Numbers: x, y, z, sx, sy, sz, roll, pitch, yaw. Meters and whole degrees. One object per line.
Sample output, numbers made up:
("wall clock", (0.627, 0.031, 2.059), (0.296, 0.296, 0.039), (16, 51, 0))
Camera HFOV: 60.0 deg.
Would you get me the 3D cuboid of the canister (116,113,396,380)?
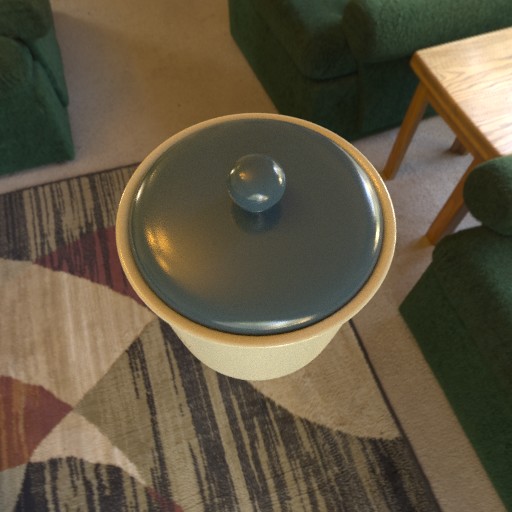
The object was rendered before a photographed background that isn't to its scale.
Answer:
("canister", (0.000, 0.000, 0.341), (0.182, 0.208, 0.182), (0, 61, 0))
